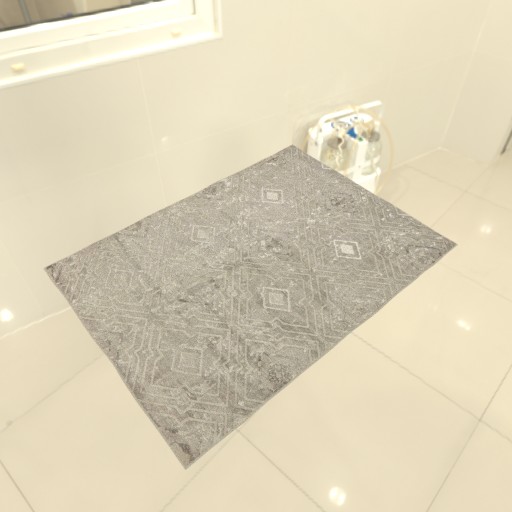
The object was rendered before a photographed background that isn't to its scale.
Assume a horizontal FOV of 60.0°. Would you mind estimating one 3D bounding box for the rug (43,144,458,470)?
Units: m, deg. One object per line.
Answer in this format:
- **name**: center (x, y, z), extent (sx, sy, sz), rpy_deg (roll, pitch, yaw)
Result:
- **rug**: center (0.000, 0.000, 4.414), extent (3.359, 0.020, 2.448), rpy_deg (-32, 54, -27)
